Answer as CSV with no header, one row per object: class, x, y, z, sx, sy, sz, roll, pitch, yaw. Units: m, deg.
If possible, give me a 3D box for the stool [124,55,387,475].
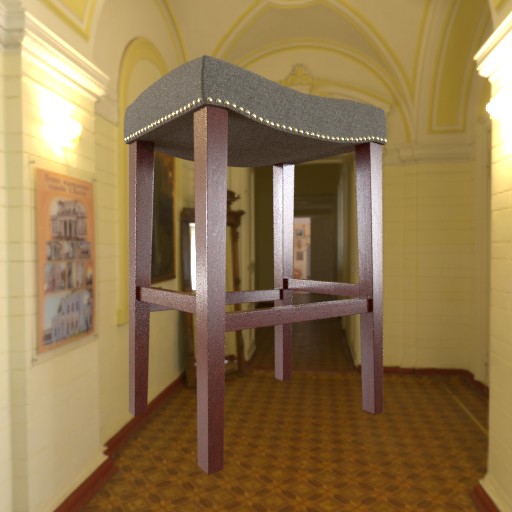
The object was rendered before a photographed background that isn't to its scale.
stool,0.000,0.000,1.039,0.504,0.742,0.372,-1,1,-37
